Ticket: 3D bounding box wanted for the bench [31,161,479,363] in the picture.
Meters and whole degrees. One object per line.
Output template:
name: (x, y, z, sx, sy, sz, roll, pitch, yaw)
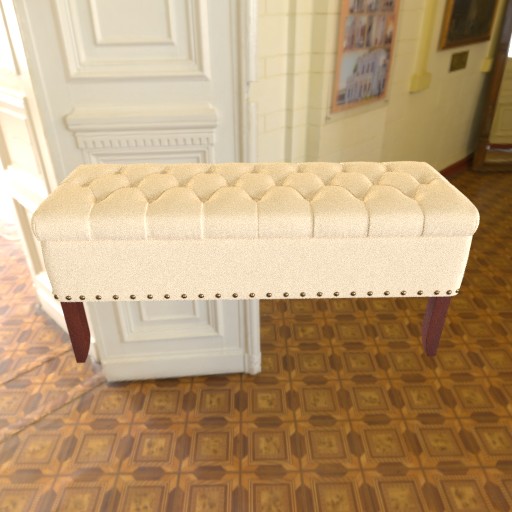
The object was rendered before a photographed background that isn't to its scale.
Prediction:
bench: (0.000, 0.000, 1.285, 1.054, 0.470, 0.400, -1, 30, -1)
